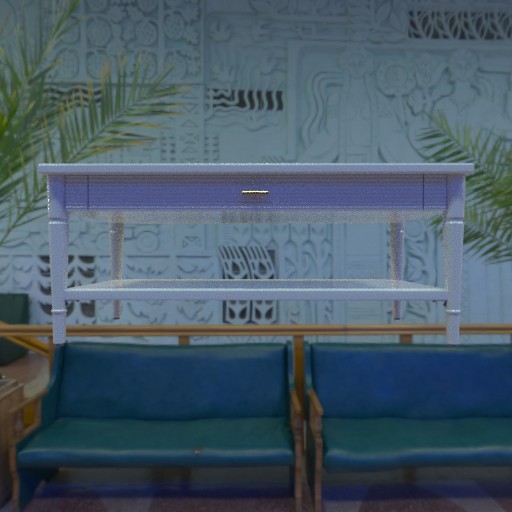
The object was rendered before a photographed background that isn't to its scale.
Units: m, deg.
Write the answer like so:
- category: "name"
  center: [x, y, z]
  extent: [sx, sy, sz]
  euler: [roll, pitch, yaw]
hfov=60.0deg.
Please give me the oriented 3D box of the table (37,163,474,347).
- category: "table"
  center: [0.000, 0.000, 1.362]
  extent: [1.067, 0.457, 0.559]
  euler: [0, 0, 0]
